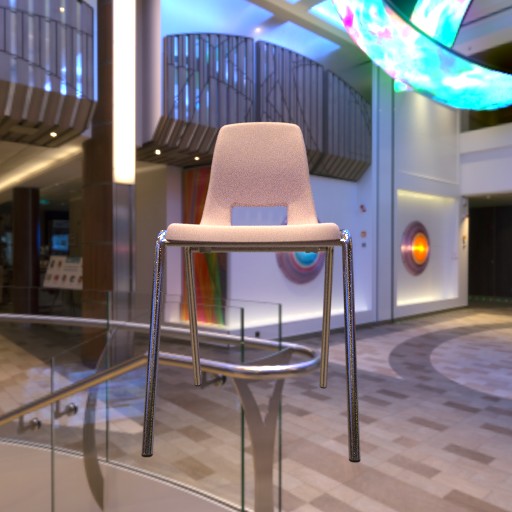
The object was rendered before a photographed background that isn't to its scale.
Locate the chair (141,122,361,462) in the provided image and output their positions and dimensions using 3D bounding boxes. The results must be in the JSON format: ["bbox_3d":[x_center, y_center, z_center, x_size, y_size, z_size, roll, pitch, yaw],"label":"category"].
[{"bbox_3d":[0.000,0.000,0.973,0.381,0.704,0.436,0,1,3],"label":"chair"}]
